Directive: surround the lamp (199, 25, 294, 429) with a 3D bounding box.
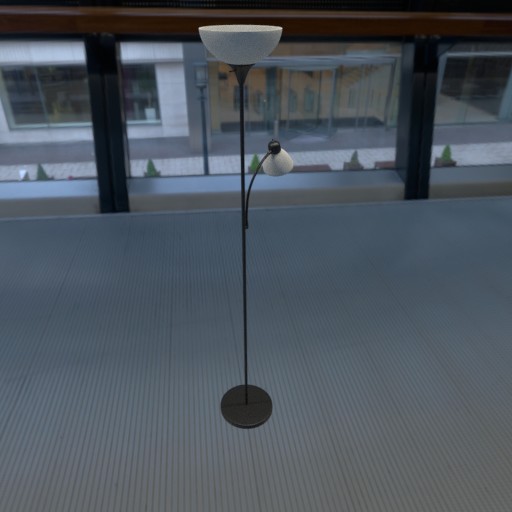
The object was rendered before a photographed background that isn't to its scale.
[{"bbox_3d":[0.000,0.000,1.958,0.279,1.804,0.442,21,37,30],"label":"lamp"}]
